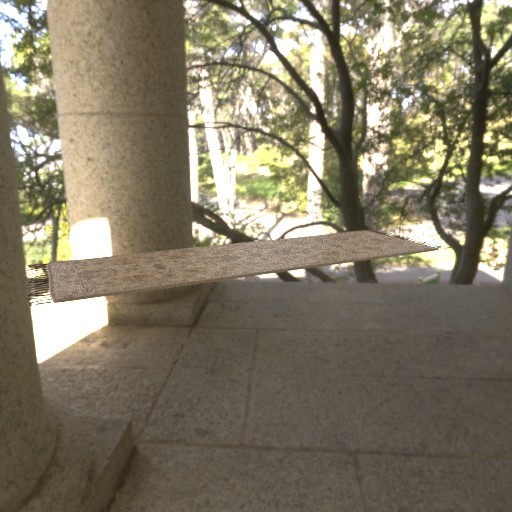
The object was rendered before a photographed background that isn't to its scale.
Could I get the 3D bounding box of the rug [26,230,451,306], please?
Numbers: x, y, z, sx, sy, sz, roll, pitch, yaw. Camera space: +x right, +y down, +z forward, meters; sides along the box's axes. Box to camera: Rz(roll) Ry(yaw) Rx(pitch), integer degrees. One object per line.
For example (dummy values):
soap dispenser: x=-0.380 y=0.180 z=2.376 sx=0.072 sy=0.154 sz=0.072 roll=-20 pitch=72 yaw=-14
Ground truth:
rug: x=0.000 y=0.000 z=2.633 sx=2.438 sy=0.021 sz=0.729 roll=-7 pitch=15 yaw=-25
